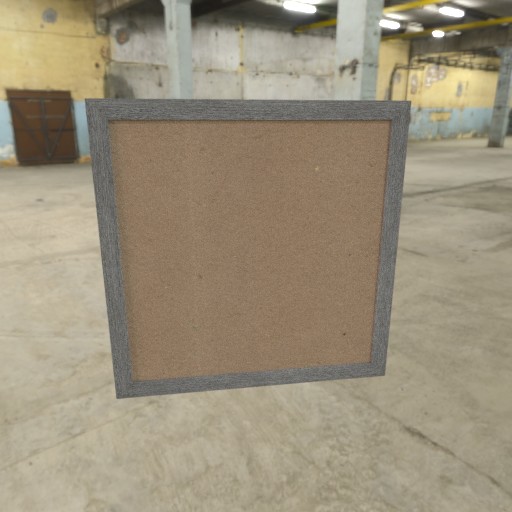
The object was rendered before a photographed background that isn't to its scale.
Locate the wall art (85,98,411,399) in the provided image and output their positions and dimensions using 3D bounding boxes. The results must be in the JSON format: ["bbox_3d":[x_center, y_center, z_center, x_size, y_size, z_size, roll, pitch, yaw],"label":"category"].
[{"bbox_3d":[0.000,0.000,1.029,0.685,0.685,0.020,-3,17,-8],"label":"wall art"}]
